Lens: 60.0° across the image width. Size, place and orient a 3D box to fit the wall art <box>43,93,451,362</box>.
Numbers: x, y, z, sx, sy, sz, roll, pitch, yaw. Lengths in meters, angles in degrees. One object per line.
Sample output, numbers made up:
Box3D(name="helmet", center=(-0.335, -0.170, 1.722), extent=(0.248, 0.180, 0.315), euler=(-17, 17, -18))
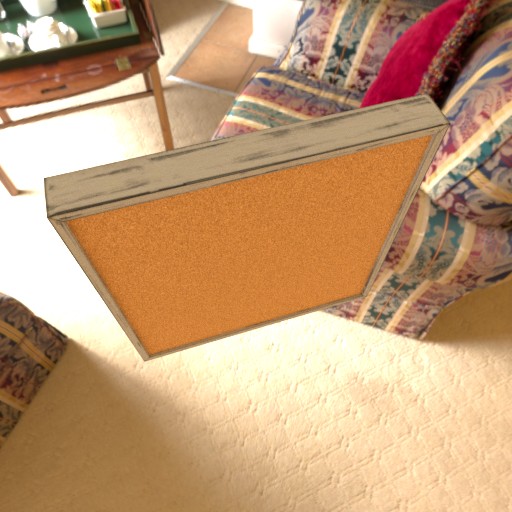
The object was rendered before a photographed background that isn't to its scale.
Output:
Box3D(name="wall art", center=(0.000, 0.000, 0.457), extent=(0.303, 0.303, 0.036), euler=(-15, 60, -9))
